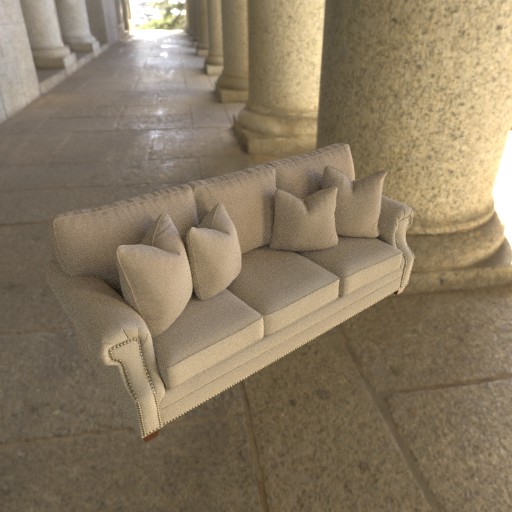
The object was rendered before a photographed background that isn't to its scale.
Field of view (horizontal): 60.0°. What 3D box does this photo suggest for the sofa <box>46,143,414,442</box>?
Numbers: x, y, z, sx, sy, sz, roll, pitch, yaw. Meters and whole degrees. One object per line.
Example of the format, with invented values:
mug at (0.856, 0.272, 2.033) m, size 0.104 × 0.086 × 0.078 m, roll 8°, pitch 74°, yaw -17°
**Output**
sofa at (0.000, 0.000, 2.808) m, size 2.312 × 0.975 × 0.965 m, roll -22°, pitch 36°, yaw -33°
